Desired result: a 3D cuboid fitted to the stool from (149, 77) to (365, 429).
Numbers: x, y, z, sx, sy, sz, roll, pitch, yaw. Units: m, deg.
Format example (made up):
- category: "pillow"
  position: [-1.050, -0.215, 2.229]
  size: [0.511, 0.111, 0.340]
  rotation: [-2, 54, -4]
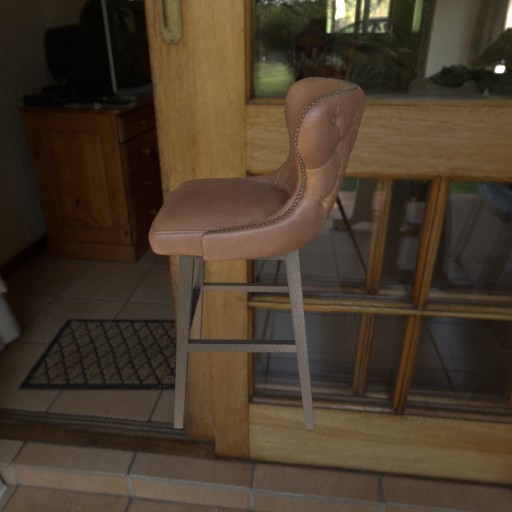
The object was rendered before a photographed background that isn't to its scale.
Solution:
- category: "stool"
  position: [0.000, 0.000, 1.486]
  size: [0.606, 1.087, 0.591]
  rotation: [0, 26, 1]
